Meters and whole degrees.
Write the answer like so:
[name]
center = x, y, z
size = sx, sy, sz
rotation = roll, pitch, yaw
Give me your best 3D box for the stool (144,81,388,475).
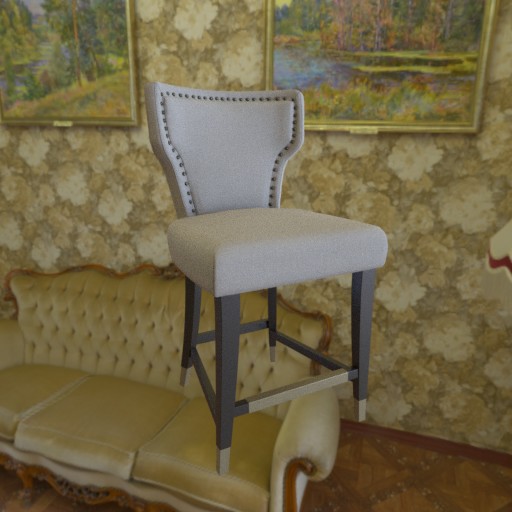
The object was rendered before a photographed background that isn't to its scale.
[stool]
center = 0.000, 0.000, 1.327
size = 0.527, 0.982, 0.563
rotation = -8, 17, -27
